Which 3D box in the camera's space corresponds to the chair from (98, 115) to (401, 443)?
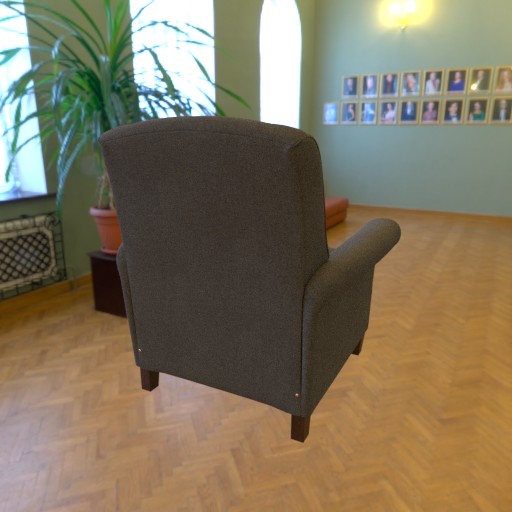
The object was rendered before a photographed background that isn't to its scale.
[{"bbox_3d":[0.000,0.000,1.801,0.978,1.061,0.905,8,17,27],"label":"chair"}]
